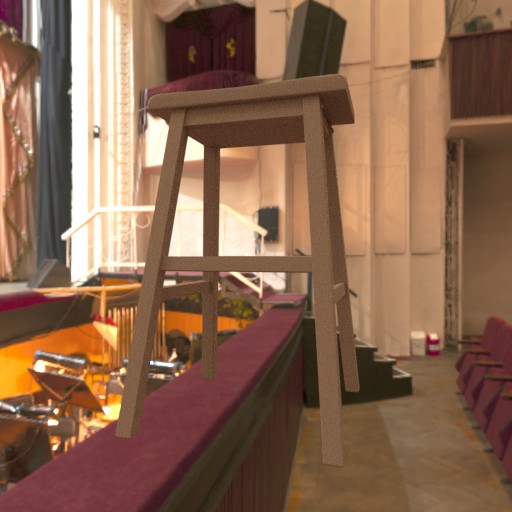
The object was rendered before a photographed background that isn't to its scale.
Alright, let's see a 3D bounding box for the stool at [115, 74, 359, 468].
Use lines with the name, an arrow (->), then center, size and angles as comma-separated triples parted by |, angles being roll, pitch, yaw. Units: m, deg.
stool -> 0.000, 0.000, 1.064 | 0.457, 0.737, 0.476 | 0, 0, 16
